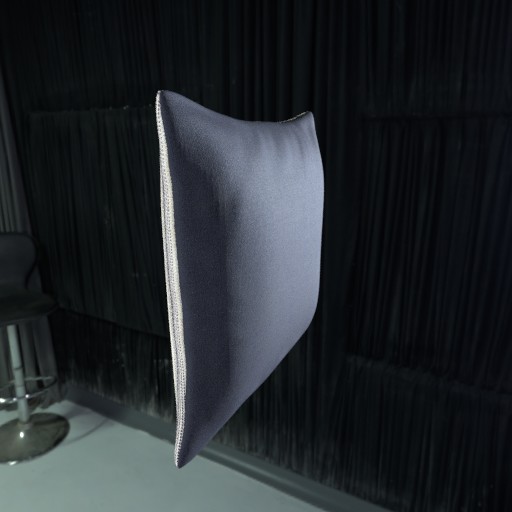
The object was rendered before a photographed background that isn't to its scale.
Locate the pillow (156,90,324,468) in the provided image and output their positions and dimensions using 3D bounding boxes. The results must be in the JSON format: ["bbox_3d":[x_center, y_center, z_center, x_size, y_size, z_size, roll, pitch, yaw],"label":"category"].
[{"bbox_3d":[0.000,0.000,0.782,0.166,0.508,0.520,7,17,24],"label":"pillow"}]
